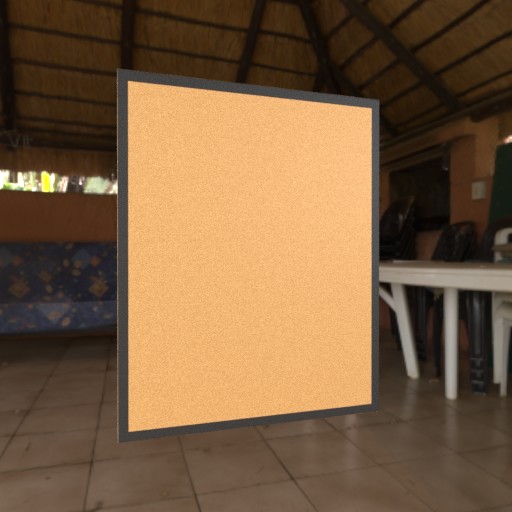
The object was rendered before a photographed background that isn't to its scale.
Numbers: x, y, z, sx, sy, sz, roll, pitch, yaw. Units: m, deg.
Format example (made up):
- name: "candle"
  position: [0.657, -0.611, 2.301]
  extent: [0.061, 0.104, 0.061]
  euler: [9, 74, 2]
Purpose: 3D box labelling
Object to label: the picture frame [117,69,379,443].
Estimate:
- name: "picture frame"
  position: [0.000, 0.000, 0.707]
  extent: [0.421, 0.526, 0.046]
  euler: [0, 0, -17]
